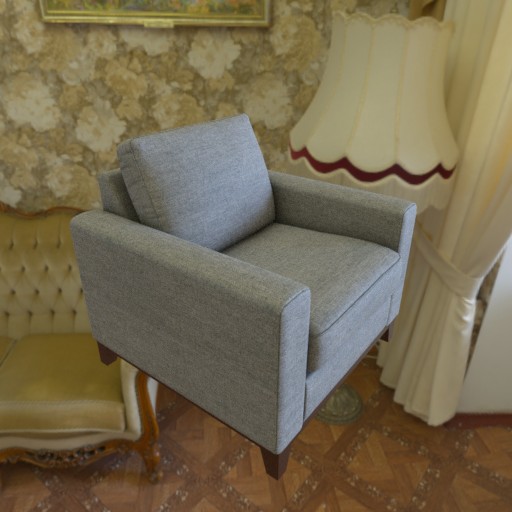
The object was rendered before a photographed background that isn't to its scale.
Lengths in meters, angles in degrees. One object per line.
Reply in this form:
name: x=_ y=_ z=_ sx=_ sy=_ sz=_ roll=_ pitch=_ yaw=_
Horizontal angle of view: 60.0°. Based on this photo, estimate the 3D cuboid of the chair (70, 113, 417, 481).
chair: x=0.000 y=0.000 z=1.862 sx=1.038 sy=1.010 sz=1.024 roll=19 pitch=33 yaw=33
